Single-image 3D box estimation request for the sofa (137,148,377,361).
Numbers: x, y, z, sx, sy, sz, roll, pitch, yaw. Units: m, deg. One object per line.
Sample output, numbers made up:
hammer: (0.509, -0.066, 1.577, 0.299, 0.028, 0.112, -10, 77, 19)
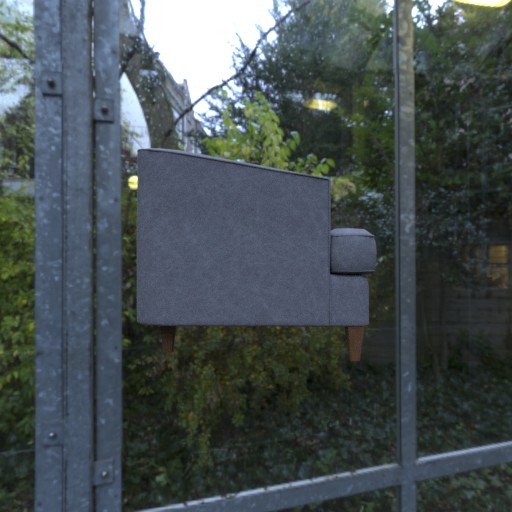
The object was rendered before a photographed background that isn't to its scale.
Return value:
sofa: (0.000, 0.000, 2.699, 0.917, 0.806, 2.247, 0, -1, 1)
